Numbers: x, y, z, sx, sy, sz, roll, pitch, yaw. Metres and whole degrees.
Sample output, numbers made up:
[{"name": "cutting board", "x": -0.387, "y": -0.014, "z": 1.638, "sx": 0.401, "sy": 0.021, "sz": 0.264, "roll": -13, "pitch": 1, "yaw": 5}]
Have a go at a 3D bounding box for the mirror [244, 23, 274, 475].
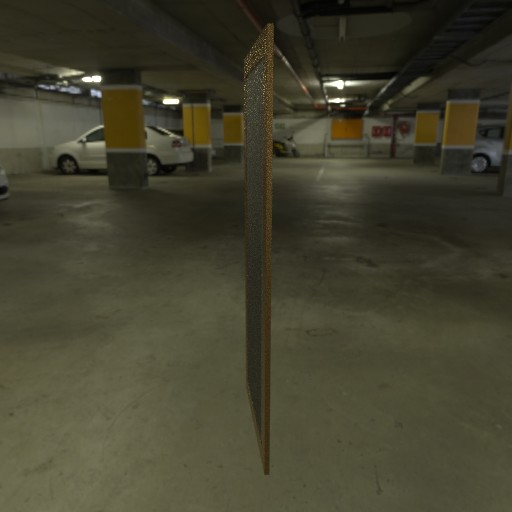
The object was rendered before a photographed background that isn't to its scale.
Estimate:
[{"name": "mirror", "x": 0.000, "y": 0.000, "z": 2.325, "sx": 0.025, "sy": 2.031, "sz": 0.812, "roll": -2, "pitch": 15, "yaw": -7}]
